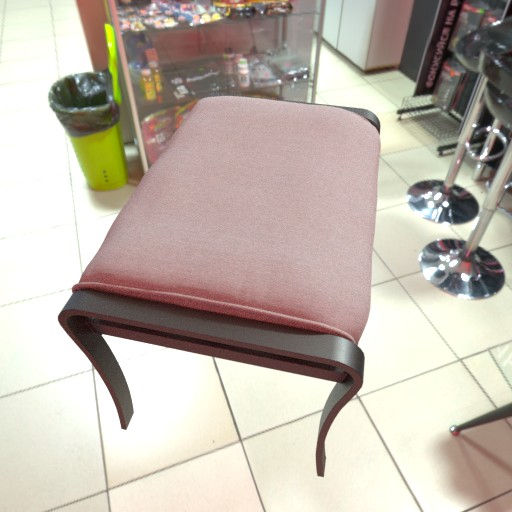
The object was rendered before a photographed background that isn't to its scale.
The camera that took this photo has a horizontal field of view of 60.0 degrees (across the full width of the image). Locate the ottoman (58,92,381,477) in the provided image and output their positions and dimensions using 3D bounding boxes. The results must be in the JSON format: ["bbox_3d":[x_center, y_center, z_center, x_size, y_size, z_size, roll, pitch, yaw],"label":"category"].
[{"bbox_3d":[0.000,0.000,0.866,0.406,0.422,0.610,9,47,9],"label":"ottoman"}]
